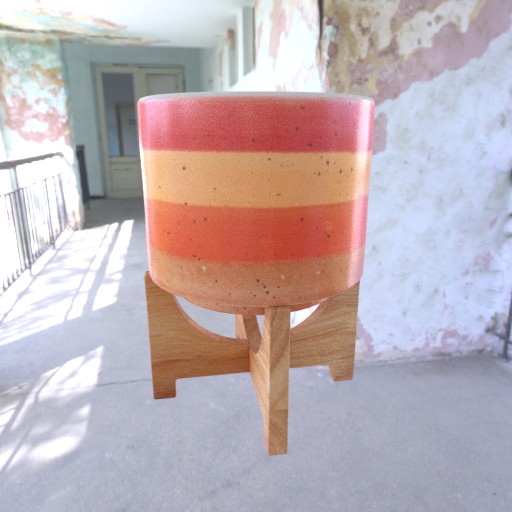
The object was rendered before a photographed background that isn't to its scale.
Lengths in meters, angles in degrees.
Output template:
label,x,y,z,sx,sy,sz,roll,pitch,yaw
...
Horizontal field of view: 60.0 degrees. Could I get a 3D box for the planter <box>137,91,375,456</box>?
label,x,y,z,sx,sy,sz,roll,pitch,yaw
planter,0.000,0.000,0.403,0.199,0.268,0.199,0,16,0
